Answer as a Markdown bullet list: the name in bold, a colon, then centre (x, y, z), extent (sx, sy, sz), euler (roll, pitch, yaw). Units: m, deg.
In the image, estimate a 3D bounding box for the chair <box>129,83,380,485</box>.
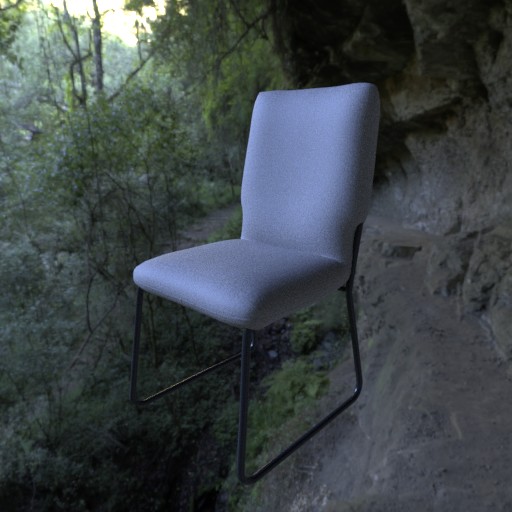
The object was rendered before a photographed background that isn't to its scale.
- **chair**: centre (0.000, 0.000, 1.163), extent (0.448, 0.864, 0.560), euler (14, 20, 41)
